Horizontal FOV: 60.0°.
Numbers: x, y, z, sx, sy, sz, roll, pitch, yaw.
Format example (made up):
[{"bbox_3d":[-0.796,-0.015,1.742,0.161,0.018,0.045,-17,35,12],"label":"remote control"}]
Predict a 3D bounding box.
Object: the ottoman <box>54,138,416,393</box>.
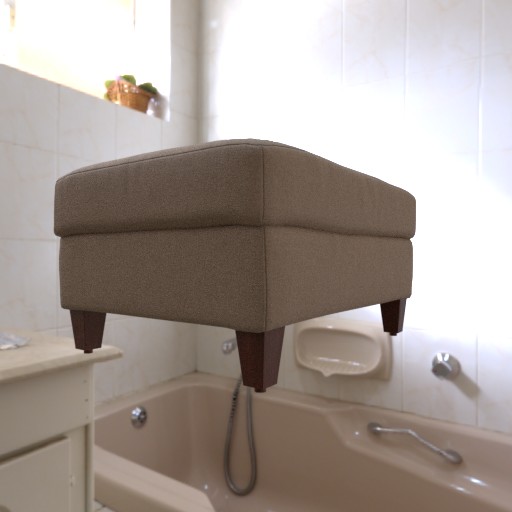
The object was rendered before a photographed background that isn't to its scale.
[{"bbox_3d":[0.000,0.000,1.297,0.692,0.511,0.902,0,0,36],"label":"ottoman"}]
